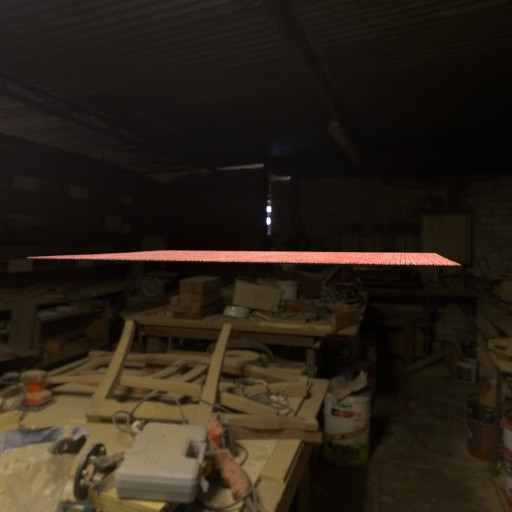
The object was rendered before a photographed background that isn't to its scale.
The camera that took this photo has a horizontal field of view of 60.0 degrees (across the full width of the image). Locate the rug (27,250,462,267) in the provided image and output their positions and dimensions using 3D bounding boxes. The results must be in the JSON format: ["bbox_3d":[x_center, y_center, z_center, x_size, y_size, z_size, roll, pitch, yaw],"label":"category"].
[{"bbox_3d":[0.000,0.000,2.210,1.747,0.011,1.139,1,2,18],"label":"rug"}]
